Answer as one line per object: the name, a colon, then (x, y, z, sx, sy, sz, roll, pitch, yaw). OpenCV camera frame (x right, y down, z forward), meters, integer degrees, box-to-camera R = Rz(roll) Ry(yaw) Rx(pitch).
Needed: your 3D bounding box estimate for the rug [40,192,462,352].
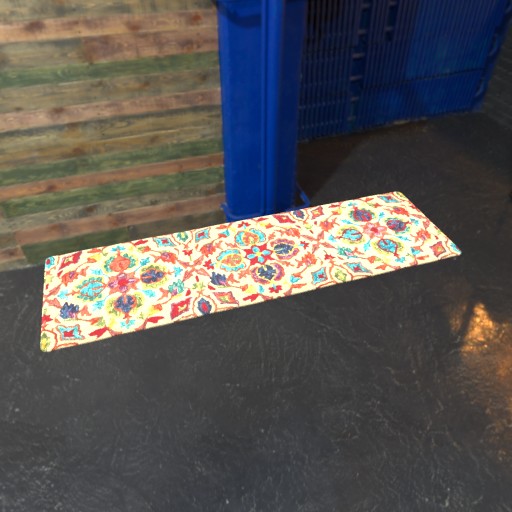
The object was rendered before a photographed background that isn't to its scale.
rug: (0.000, 0.000, 2.518, 2.273, 0.016, 0.693, -12, 42, -13)
